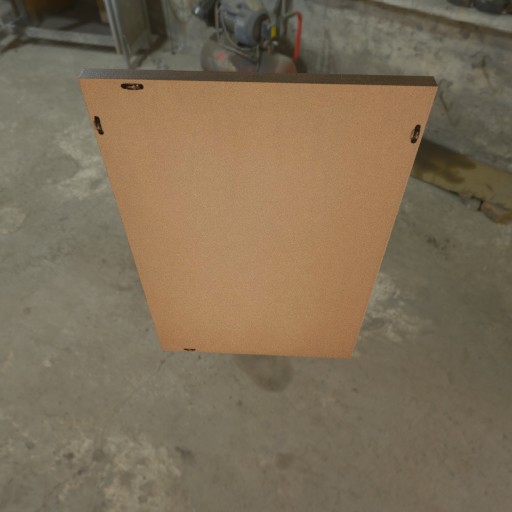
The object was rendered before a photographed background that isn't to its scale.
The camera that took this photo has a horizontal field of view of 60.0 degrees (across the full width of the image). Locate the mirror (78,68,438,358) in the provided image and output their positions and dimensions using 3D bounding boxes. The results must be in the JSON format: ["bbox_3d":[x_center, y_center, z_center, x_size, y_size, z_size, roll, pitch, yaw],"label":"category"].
[{"bbox_3d":[0.000,0.000,1.099,0.609,0.915,0.041,2,48,2],"label":"mirror"}]
